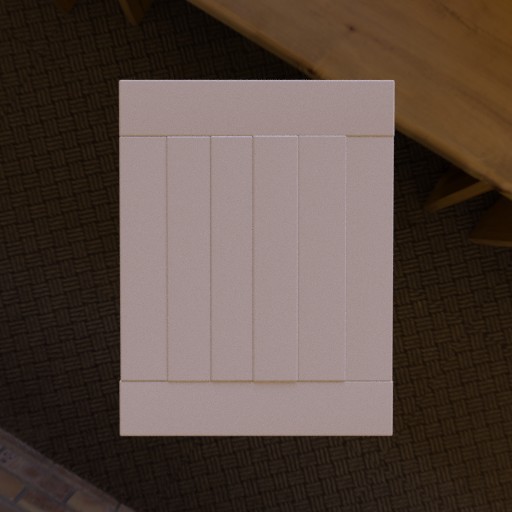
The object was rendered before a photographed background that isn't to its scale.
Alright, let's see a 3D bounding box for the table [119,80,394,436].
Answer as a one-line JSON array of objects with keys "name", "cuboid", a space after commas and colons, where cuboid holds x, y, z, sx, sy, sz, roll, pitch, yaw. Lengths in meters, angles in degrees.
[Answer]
[{"name": "table", "cuboid": [0.000, 0.000, 1.045, 0.463, 0.605, 0.599, 0, 91, 0]}]
